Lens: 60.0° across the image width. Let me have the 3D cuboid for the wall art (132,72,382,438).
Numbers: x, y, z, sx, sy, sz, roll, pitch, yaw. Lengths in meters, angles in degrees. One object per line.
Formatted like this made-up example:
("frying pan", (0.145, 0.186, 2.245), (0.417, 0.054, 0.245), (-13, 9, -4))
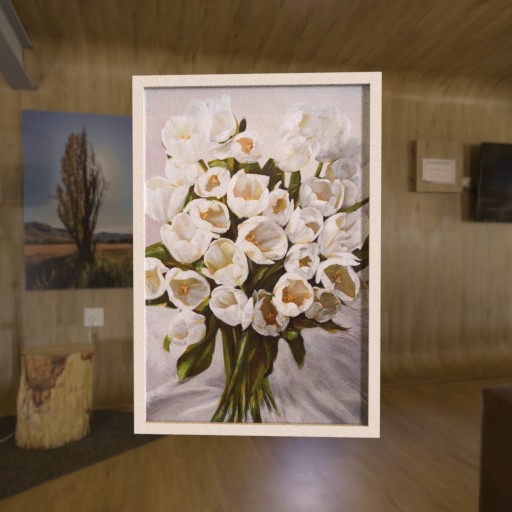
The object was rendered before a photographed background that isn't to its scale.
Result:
("wall art", (0.000, 0.000, 0.824), (0.450, 0.657, 0.038), (0, 1, 2))
